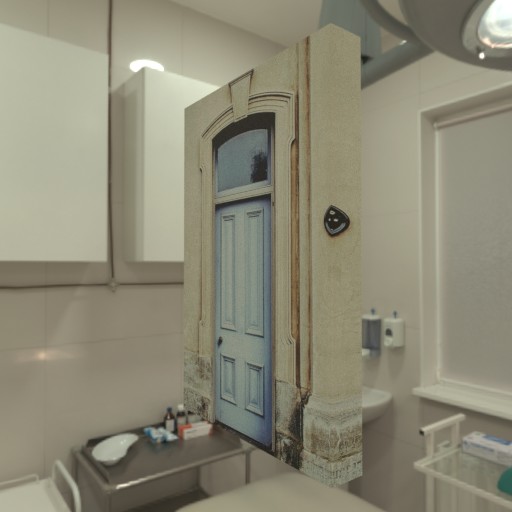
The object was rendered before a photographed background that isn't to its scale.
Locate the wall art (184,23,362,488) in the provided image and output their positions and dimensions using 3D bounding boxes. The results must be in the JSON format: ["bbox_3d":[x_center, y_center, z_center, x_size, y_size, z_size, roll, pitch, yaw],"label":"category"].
[{"bbox_3d":[0.000,0.000,0.475,0.038,0.381,0.254,1,-1,-37],"label":"wall art"}]
